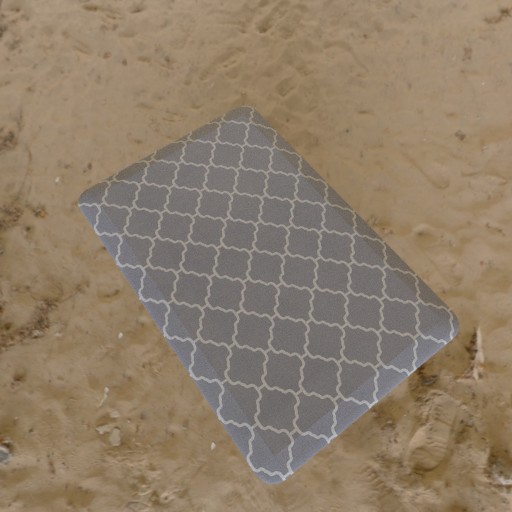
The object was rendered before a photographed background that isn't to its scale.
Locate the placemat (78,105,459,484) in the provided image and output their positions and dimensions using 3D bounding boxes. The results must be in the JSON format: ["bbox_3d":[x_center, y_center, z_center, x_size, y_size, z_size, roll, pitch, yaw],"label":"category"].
[{"bbox_3d":[0.000,0.000,0.965,0.508,0.021,0.762,-34,69,-15],"label":"placemat"}]
